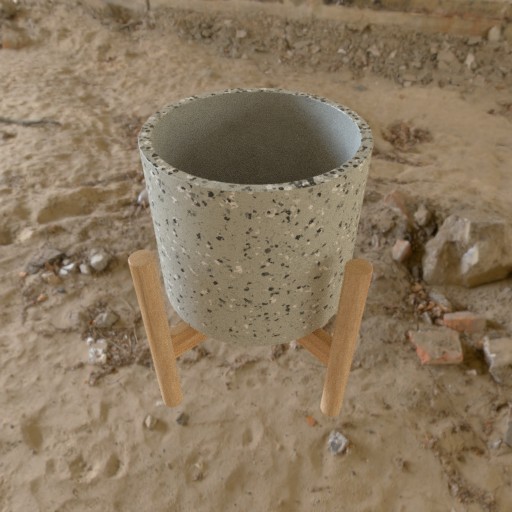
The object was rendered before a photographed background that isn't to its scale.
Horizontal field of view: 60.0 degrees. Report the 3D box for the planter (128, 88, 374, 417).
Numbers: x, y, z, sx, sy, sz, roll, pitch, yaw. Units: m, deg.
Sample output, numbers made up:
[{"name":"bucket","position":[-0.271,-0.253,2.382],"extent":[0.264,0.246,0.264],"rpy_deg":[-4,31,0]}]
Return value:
[{"name":"planter","position":[0.000,0.000,0.530],"extent":[0.284,0.320,0.284],"rpy_deg":[-13,42,-14]}]
